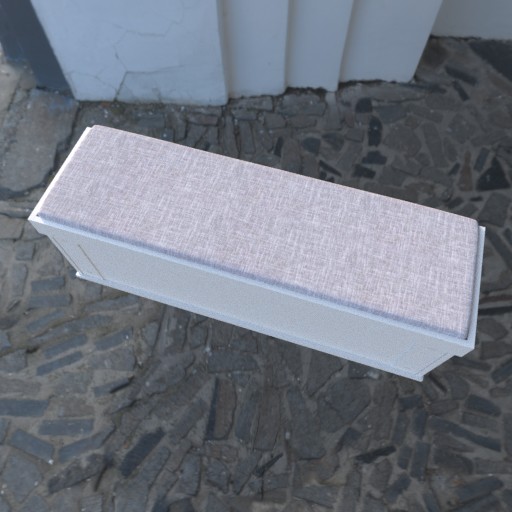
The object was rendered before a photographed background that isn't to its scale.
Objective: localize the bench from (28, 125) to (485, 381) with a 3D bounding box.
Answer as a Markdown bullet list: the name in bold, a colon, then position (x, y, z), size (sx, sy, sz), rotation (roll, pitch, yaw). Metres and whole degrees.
- **bench**: position (0.000, 0.000, 1.392), size (1.196, 0.453, 0.363), rotation (16, 64, 8)
